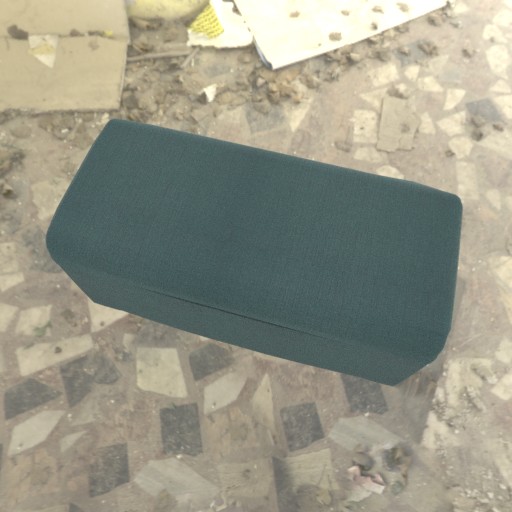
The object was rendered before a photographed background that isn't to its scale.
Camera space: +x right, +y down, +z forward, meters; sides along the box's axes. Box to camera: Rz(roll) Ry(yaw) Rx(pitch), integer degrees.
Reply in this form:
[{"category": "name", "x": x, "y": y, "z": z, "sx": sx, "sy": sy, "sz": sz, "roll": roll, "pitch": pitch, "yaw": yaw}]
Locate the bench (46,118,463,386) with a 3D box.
[{"category": "bench", "x": 0.000, "y": 0.000, "z": 1.290, "sx": 0.995, "sy": 0.474, "sz": 0.476, "roll": 14, "pitch": 64, "yaw": 7}]
